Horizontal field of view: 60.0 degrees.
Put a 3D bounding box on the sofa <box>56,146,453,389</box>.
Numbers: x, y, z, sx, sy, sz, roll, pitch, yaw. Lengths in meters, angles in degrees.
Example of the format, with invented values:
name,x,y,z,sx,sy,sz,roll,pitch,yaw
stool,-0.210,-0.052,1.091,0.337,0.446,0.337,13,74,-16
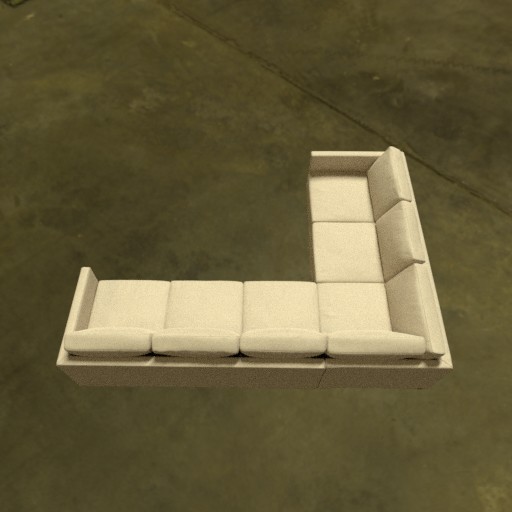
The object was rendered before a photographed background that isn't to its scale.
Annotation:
name,x,y,z,sx,sy,sz,roll,pitch,yaw
sofa,0.000,0.000,4.372,3.182,0.863,2.432,1,57,0
